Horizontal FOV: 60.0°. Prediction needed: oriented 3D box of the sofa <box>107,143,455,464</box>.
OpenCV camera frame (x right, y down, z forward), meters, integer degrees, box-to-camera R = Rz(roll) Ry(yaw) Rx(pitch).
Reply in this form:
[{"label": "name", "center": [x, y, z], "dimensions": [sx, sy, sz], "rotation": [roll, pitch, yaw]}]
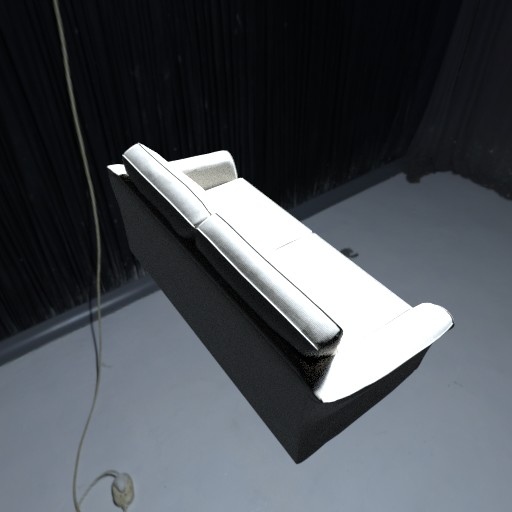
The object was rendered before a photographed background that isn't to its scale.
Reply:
[{"label": "sofa", "center": [0.000, 0.000, 2.796], "dimensions": [0.980, 0.965, 2.270], "rotation": [-25, 47, -26]}]
